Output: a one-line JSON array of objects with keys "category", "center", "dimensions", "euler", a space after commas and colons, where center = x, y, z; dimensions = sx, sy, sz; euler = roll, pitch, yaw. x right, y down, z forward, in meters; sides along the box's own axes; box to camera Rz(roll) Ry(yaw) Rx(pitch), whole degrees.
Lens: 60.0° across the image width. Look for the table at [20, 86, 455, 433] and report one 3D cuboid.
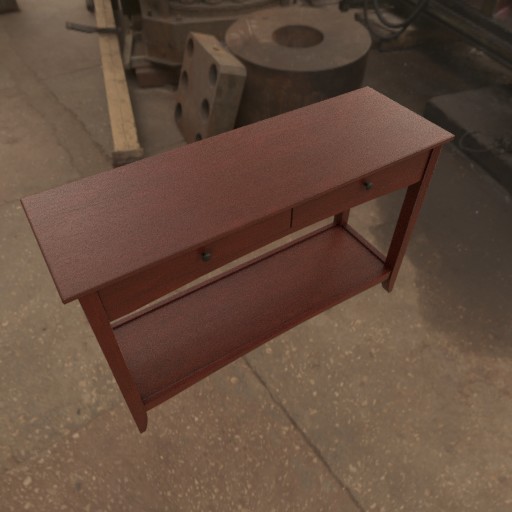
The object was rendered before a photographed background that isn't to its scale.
[{"category": "table", "center": [0.000, 0.000, 1.507], "dimensions": [1.188, 0.739, 0.392], "euler": [-25, 51, -22]}]
